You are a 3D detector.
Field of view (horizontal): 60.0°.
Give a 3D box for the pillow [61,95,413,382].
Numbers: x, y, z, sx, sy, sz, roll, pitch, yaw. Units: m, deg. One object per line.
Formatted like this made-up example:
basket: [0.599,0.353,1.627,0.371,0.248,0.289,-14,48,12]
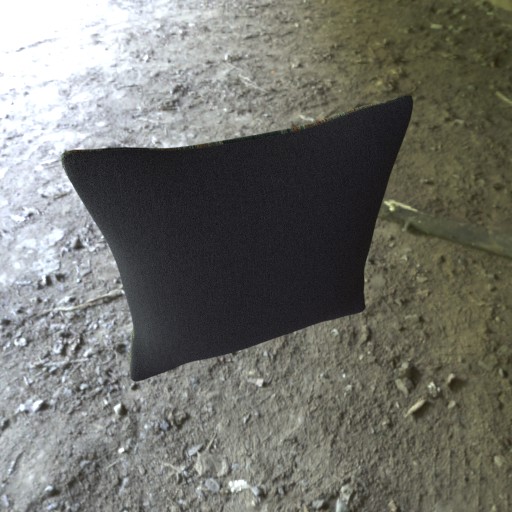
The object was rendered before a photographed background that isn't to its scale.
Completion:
pillow: [0.000,0.000,0.647,0.437,0.419,0.136,-14,44,-15]
